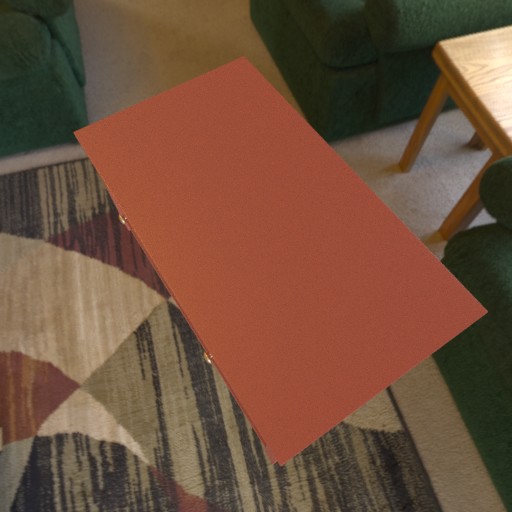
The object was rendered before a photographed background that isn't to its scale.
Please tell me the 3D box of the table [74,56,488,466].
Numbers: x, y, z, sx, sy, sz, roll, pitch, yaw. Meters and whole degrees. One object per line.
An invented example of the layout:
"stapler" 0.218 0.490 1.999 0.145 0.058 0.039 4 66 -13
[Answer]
"table" 0.000 0.000 1.395 0.612 0.493 1.068 -30 67 -15
